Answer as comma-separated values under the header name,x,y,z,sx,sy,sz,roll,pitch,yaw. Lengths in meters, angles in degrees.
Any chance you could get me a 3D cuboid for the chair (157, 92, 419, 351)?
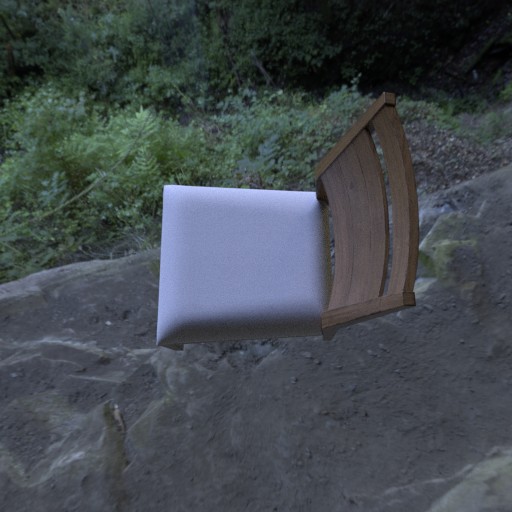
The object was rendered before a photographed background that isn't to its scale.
name,x,y,z,sx,sy,sz,roll,pitch,yaw
chair,0.000,0.000,1.276,0.610,0.939,0.497,0,76,0
